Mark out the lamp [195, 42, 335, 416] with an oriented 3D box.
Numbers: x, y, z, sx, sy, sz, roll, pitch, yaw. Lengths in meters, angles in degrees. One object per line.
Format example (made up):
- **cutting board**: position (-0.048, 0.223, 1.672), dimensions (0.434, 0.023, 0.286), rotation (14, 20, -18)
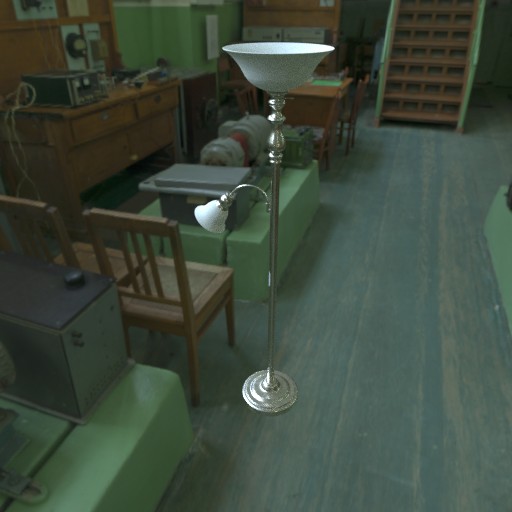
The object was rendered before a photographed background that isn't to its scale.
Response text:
- **lamp**: position (0.000, 0.000, 2.084), dimensions (0.575, 1.785, 0.405), rotation (9, 31, 14)
